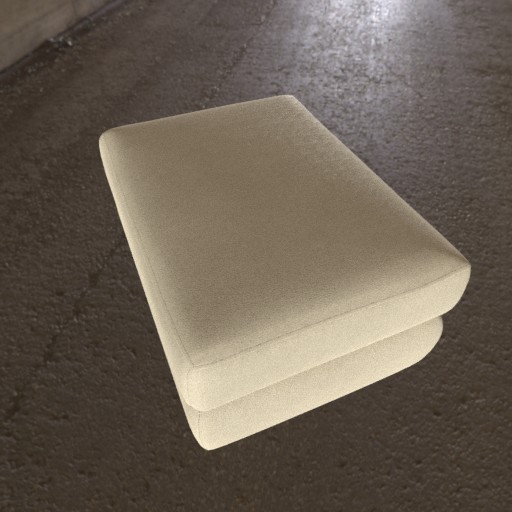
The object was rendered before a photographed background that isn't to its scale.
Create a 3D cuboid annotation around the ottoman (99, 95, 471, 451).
[{"bbox_3d":[0.000,0.000,1.102,0.569,0.499,0.773,-17,48,-16],"label":"ottoman"}]
